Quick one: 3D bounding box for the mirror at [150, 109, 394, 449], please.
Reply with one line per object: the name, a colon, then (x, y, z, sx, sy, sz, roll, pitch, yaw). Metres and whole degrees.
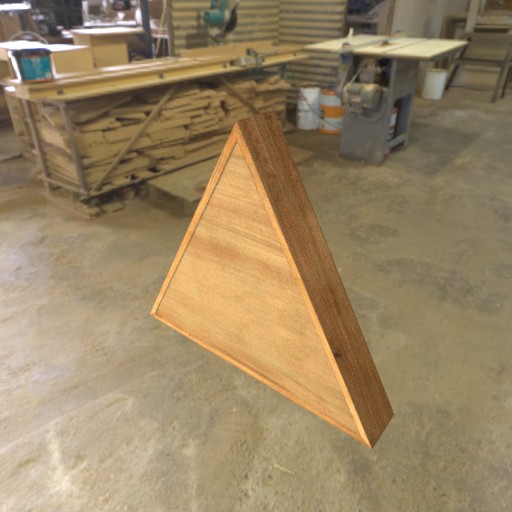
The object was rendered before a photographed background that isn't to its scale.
mirror: (0.000, 0.000, 0.879, 0.631, 0.548, 0.100, 23, 38, 32)
